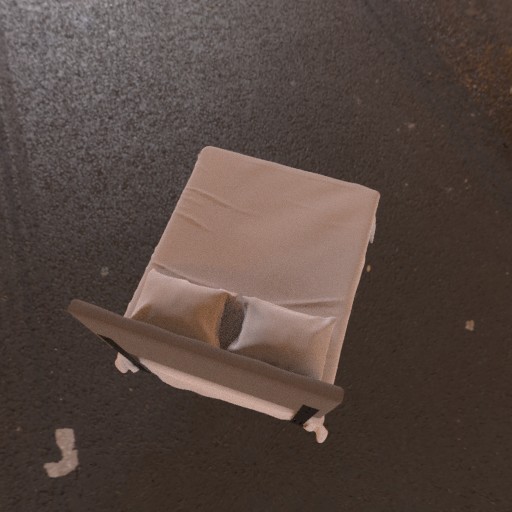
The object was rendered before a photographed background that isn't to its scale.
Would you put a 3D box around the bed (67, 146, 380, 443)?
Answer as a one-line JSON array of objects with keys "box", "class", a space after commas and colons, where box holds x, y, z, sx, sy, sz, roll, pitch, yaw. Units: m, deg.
[{"box": [0.000, 0.000, 3.546, 1.936, 1.577, 2.222, 17, 66, 8], "class": "bed"}]
